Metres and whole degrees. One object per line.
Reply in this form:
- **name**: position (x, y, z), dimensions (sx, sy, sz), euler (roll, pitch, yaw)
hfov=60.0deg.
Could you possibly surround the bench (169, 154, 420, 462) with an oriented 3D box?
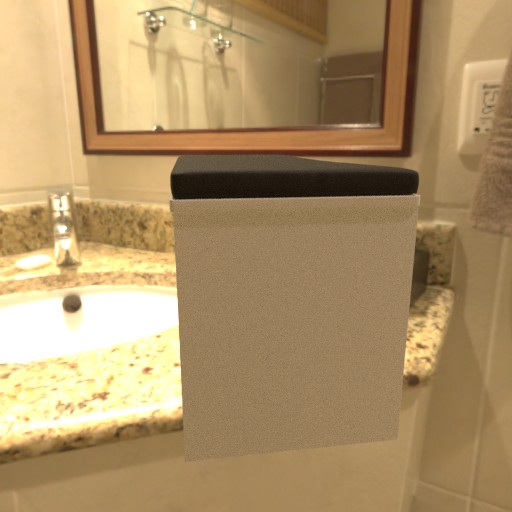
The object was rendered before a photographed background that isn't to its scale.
- **bench**: position (0.000, 0.000, 1.164), dimensions (0.401, 0.500, 0.899), euler (-2, 14, -9)
